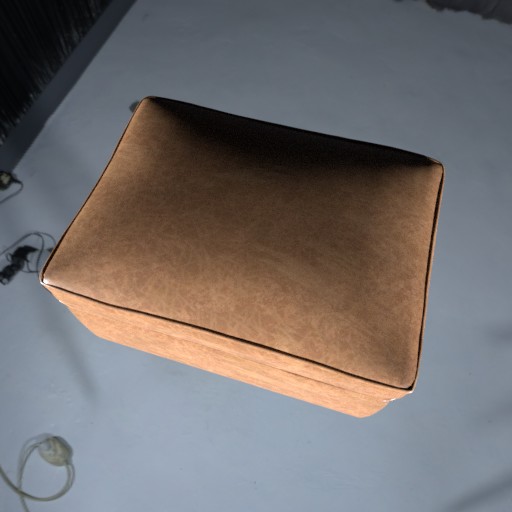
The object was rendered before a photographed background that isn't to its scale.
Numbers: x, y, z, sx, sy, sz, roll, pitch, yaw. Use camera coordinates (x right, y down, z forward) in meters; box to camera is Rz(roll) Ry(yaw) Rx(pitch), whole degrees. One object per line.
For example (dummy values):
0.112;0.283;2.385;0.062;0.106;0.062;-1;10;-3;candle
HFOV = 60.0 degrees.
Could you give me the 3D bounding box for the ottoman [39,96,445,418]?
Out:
0.000;0.000;1.094;0.756;0.468;0.554;15;63;8;ottoman
